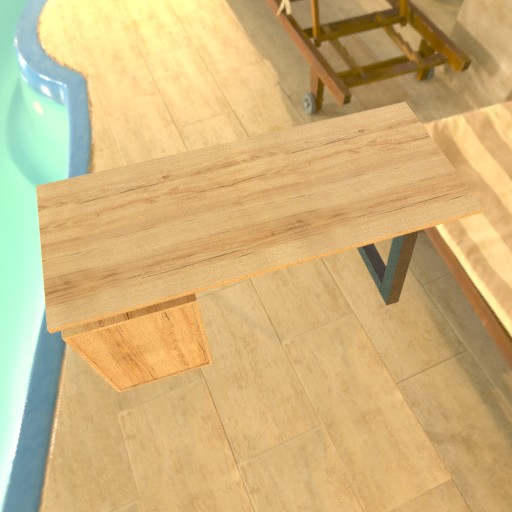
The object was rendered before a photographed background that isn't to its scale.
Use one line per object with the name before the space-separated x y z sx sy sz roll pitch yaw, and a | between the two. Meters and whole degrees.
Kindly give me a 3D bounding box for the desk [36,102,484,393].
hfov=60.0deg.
desk | 0.000 0.000 1.810 1.400 0.760 0.550 -15 60 -9
